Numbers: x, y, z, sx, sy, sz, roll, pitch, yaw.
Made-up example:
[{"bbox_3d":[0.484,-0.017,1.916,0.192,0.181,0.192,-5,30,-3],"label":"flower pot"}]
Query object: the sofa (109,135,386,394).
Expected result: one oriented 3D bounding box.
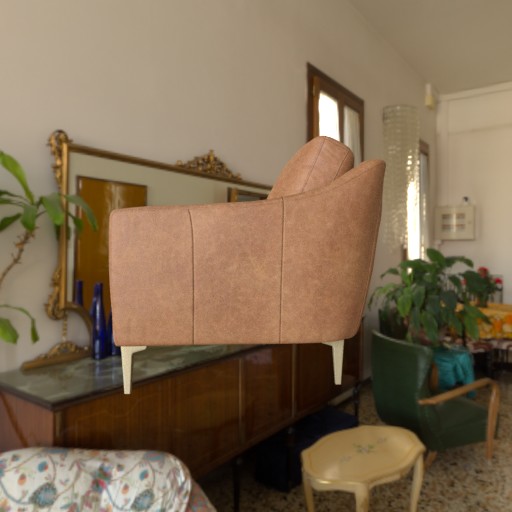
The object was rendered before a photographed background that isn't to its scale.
[{"bbox_3d":[0.000,0.000,2.217,0.960,0.902,1.619,0,0,1],"label":"sofa"}]
